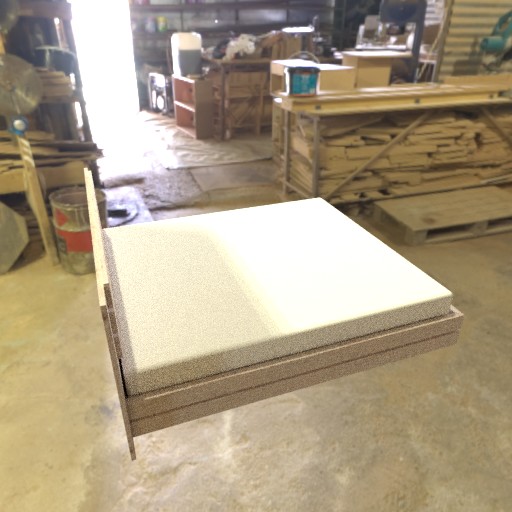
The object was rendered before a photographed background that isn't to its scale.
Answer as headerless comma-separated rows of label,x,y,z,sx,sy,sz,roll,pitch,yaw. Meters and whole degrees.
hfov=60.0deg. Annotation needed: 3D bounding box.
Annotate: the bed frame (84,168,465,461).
bed frame,0.000,0.000,3.136,2.080,0.970,1.950,-10,30,-18
